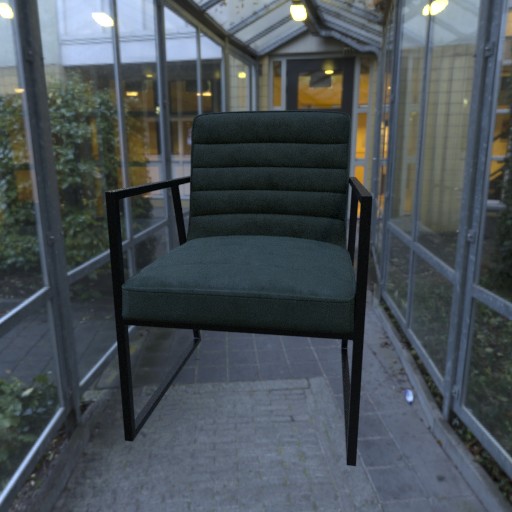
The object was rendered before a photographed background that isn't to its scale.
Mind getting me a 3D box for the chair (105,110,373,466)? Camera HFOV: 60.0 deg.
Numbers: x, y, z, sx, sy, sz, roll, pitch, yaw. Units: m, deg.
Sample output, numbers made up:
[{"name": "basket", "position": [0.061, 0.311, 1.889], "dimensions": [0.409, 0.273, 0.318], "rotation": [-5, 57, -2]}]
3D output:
[{"name": "chair", "position": [0.000, 0.000, 1.263], "dimensions": [0.571, 0.833, 0.677], "rotation": [2, 14, 9]}]
